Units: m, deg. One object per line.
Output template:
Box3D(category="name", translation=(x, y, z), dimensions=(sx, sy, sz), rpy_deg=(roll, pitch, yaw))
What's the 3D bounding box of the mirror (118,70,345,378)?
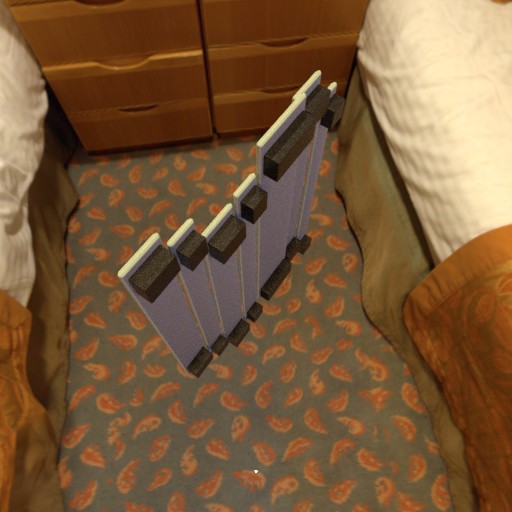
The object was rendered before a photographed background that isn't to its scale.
Box3D(category="mirror", translation=(0.000, 0.000, 0.815), dimensions=(0.058, 0.611, 0.445), rpy_deg=(32, 68, 14))
